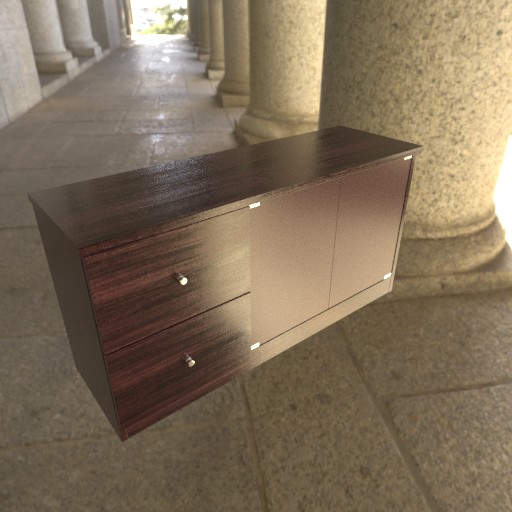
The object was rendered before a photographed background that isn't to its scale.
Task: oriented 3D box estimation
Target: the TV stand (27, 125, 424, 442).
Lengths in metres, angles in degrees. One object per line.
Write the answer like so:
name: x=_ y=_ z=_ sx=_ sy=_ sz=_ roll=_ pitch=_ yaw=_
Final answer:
TV stand: x=0.000 y=0.000 z=1.483 sx=1.192 sy=0.614 sz=0.404 roll=-21 pitch=36 yaw=-33
